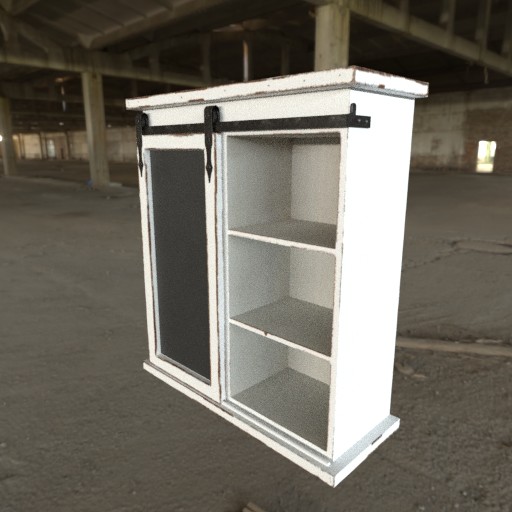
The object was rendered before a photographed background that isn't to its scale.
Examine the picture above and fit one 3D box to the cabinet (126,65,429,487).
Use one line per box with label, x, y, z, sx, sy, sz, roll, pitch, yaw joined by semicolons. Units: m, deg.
cabinet;0.000;0.000;0.864;0.541;0.603;0.210;13;19;43
